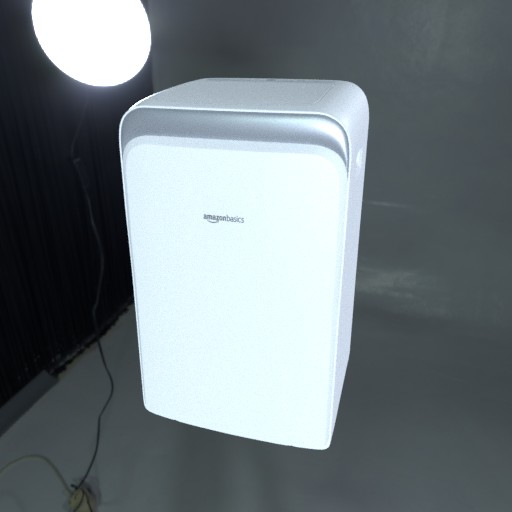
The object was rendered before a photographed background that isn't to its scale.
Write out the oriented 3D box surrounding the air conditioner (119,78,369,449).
[{"bbox_3d":[0.000,0.000,1.055,0.478,0.765,0.467,7,26,14],"label":"air conditioner"}]
